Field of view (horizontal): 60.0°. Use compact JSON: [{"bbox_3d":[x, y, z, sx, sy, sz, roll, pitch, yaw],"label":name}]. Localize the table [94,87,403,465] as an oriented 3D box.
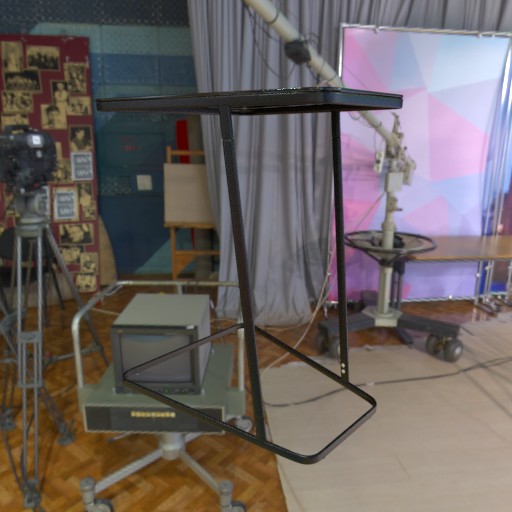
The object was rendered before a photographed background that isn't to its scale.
[{"bbox_3d":[0.000,0.000,0.931,0.500,0.624,0.427,15,22,42],"label":"table"}]
